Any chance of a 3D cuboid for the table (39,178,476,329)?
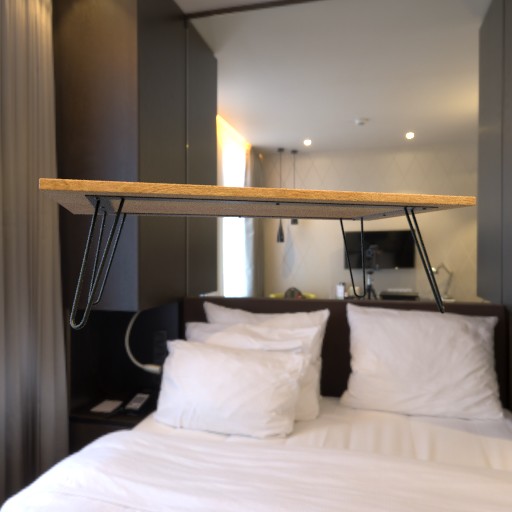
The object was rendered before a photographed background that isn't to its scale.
[{"bbox_3d":[0.000,0.000,1.652,1.348,0.400,0.699,0,0,-16],"label":"table"}]
